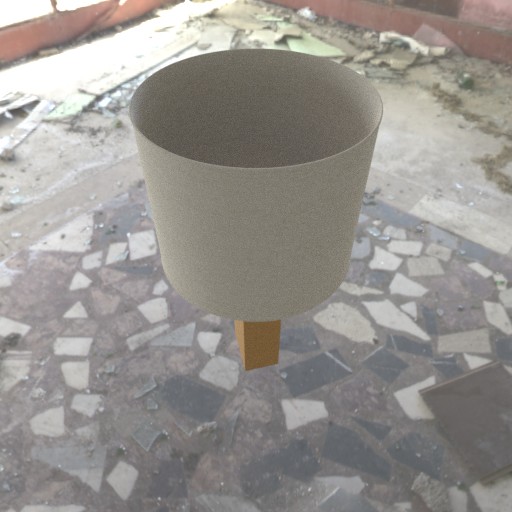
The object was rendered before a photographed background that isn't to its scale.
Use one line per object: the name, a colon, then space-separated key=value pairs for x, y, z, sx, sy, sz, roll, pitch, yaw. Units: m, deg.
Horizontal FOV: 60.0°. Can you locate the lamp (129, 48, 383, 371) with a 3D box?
lamp: x=0.000 y=0.000 z=0.555 sx=0.229 sy=0.417 sz=0.229 roll=-10 pitch=47 yaw=-10
